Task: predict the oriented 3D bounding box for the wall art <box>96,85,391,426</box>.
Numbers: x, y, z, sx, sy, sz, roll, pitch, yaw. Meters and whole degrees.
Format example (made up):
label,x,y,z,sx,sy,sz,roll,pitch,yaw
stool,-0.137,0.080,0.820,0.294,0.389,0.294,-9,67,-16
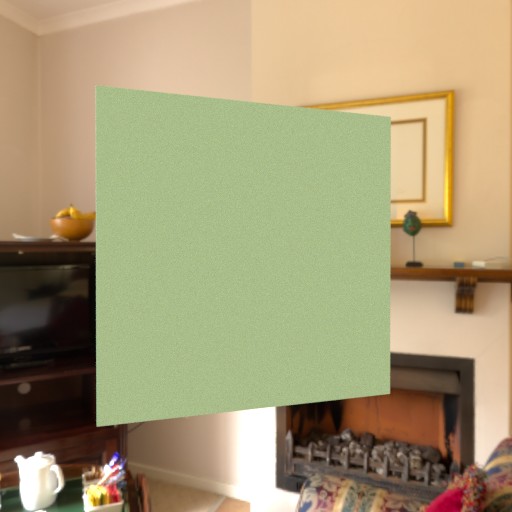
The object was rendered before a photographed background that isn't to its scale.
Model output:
label,x,y,z,sx,sy,sz,roll,pitch,yaw
wall art,0.000,0.000,0.890,0.603,0.603,0.036,0,1,-18
